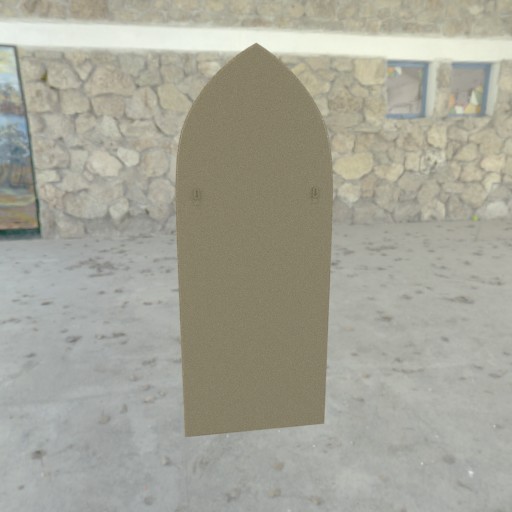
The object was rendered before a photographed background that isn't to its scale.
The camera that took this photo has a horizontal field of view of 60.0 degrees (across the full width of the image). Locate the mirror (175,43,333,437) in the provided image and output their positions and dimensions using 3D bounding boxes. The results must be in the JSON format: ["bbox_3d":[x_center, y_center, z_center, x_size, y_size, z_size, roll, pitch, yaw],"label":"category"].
[{"bbox_3d":[0.000,0.000,1.327,0.464,1.175,0.025,-2,14,-9],"label":"mirror"}]
